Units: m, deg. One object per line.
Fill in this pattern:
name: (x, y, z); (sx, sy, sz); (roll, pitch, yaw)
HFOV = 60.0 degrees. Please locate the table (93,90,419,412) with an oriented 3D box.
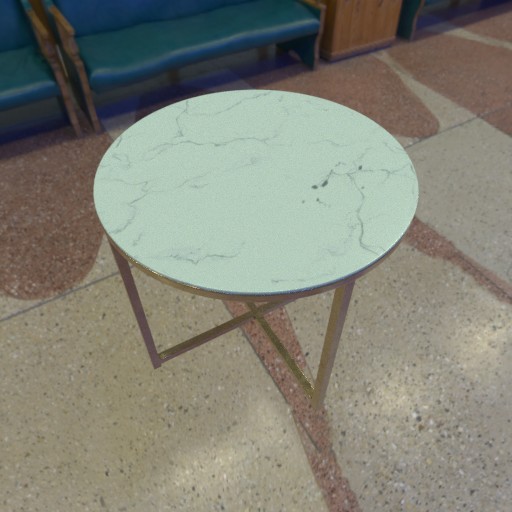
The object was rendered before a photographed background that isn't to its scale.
table: (0.000, 0.000, 0.856); (0.500, 0.420, 0.500); (0, 48, 0)
